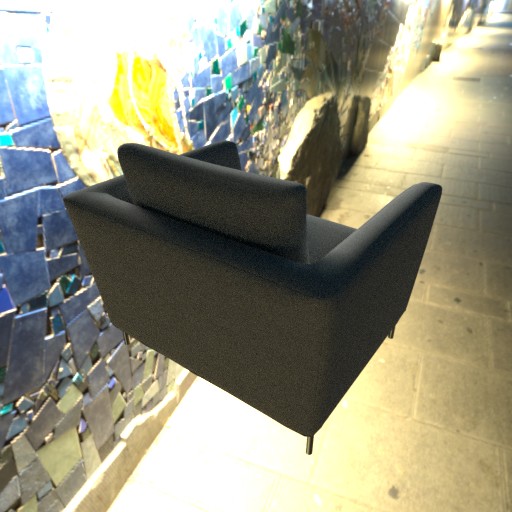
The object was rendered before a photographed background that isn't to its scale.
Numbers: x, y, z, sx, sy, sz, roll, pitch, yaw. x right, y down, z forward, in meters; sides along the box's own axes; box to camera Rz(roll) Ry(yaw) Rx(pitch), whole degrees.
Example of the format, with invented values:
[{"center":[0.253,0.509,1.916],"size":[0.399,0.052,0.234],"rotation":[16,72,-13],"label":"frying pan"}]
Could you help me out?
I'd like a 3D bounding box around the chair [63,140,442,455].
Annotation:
[{"center":[0.000,0.000,1.666],"size":[1.041,0.864,0.889],"rotation":[20,36,31],"label":"chair"}]
